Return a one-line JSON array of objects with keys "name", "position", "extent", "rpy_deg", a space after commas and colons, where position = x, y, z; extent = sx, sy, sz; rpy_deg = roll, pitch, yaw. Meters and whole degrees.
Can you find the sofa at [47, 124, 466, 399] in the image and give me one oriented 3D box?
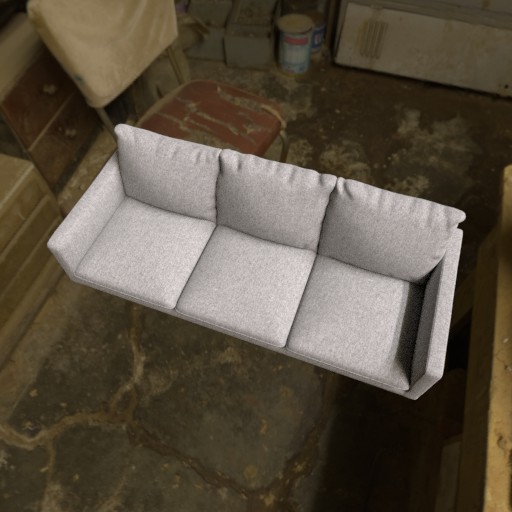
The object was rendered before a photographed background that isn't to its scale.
[{"name": "sofa", "position": [0.000, 0.000, 2.410], "extent": [2.000, 0.830, 0.850], "rpy_deg": [17, 59, 11]}]
